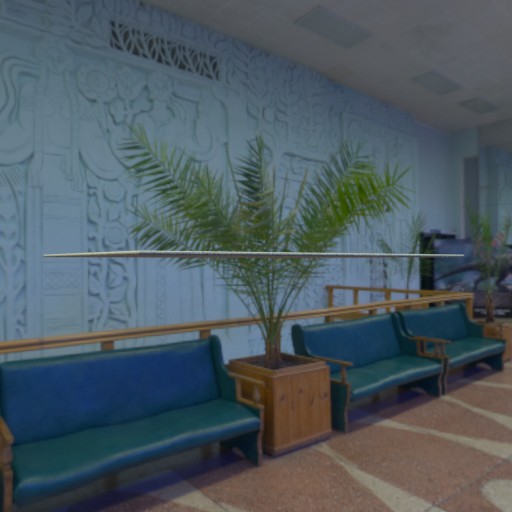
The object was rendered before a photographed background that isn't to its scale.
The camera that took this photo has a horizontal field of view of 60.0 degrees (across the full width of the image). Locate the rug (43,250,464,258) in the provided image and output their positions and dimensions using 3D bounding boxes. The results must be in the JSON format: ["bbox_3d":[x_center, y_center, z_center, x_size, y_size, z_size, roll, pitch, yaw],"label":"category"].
[{"bbox_3d":[0.000,0.000,2.755,2.132,0.015,1.526,0,-1,-37],"label":"rug"}]
